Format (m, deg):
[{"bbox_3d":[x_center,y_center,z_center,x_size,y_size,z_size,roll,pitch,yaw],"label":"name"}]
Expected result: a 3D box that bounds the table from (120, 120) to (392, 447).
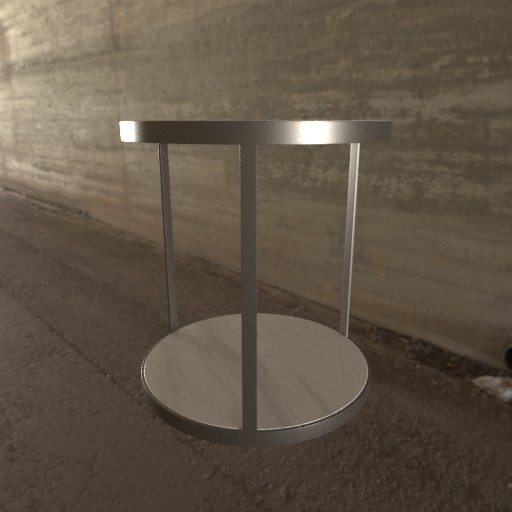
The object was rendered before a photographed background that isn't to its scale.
[{"bbox_3d":[0.000,0.000,0.823,0.445,0.479,0.445,0,17,0],"label":"table"}]
